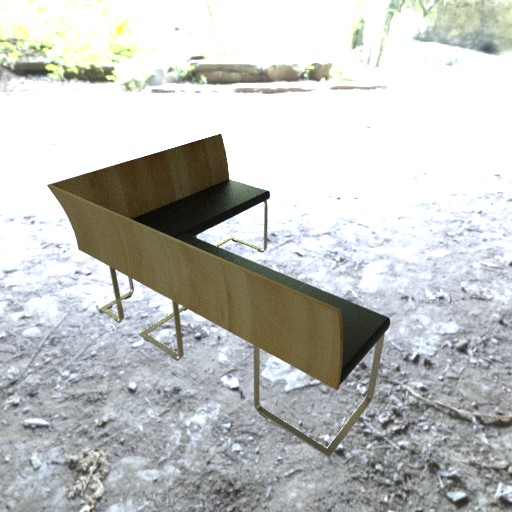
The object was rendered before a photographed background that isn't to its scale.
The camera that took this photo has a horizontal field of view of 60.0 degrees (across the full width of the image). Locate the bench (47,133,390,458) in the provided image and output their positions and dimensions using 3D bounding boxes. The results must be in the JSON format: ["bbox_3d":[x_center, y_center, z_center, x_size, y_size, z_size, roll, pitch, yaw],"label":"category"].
[{"bbox_3d":[0.000,0.000,2.799,1.945,0.930,1.495,22,37,33],"label":"bench"}]
